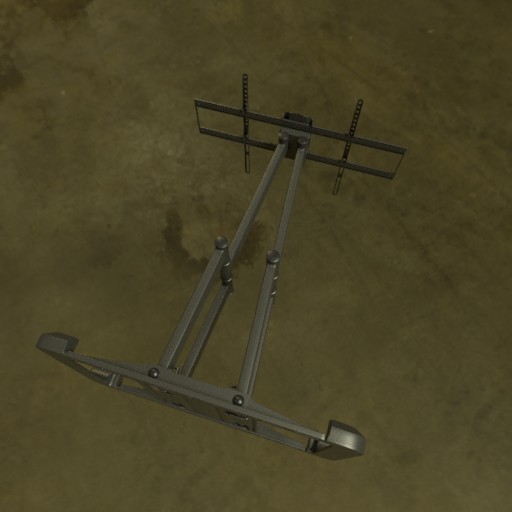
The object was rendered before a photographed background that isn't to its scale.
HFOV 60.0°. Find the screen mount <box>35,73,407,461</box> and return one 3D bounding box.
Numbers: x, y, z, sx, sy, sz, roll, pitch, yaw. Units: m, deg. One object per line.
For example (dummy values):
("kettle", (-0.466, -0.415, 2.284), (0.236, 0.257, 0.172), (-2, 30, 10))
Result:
("screen mount", (0.000, 0.000, 1.294), (0.725, 0.483, 0.905), (15, 65, 8))
